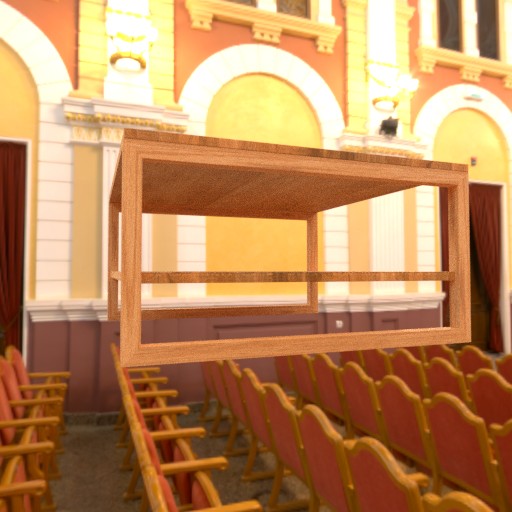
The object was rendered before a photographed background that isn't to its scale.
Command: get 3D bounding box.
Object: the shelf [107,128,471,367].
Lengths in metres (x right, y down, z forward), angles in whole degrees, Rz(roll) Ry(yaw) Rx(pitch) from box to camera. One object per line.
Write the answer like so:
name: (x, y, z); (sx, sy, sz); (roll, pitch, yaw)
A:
shelf: (0.000, 0.000, 1.461); (0.899, 0.480, 0.899); (1, -2, -20)
